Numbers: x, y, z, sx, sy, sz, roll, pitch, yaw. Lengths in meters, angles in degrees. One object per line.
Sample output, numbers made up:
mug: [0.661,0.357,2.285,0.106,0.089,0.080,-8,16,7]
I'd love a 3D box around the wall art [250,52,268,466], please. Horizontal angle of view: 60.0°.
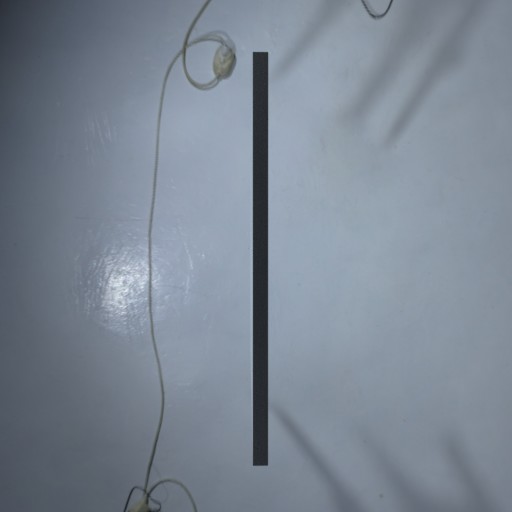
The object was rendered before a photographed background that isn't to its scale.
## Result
wall art: [0.000,0.000,1.396,0.030,1.046,0.816,0,91,-1]
